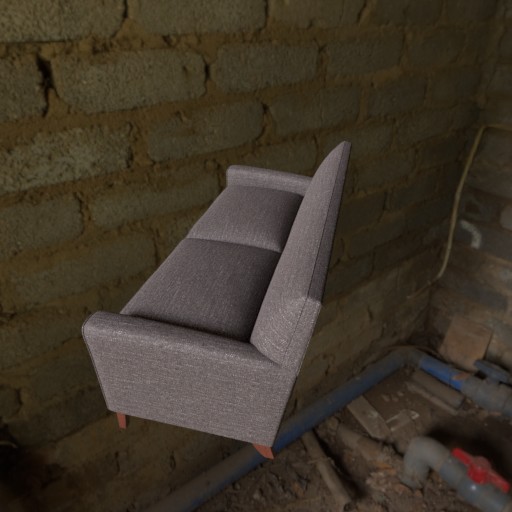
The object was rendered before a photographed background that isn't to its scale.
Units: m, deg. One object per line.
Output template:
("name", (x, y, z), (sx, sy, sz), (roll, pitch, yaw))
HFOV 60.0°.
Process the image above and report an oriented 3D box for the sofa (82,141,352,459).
("sofa", (0.000, 0.000, 2.459), (0.875, 0.846, 1.976), (7, 30, 12))
